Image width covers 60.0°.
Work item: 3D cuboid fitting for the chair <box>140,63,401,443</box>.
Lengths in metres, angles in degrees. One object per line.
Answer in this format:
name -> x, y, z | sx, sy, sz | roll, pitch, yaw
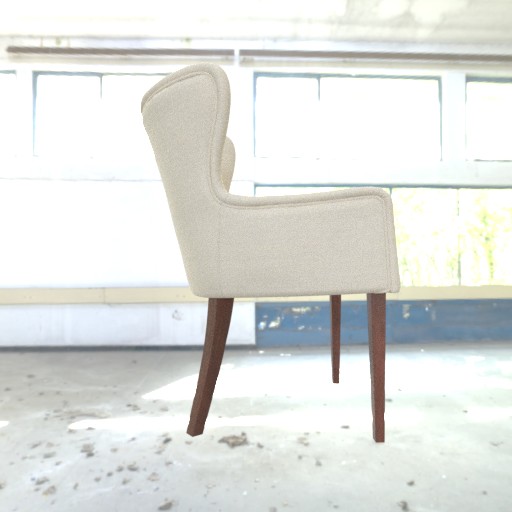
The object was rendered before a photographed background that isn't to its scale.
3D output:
chair -> 0.000, 0.000, 1.457 | 0.744, 0.990, 0.696 | 0, 0, -2
